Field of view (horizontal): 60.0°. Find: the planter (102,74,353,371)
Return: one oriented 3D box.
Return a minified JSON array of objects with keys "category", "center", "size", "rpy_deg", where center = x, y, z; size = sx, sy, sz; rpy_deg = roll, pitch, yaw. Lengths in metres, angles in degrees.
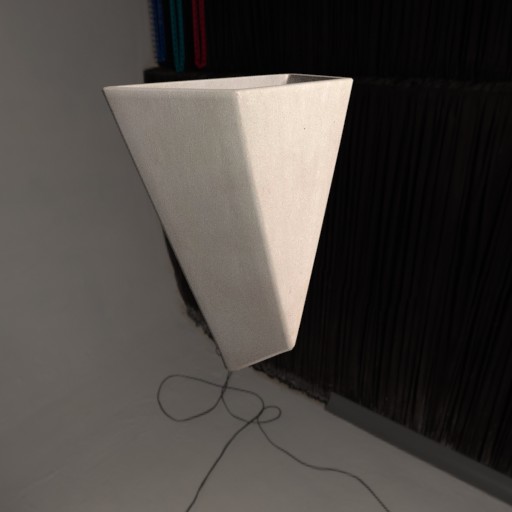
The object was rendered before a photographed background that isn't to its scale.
[{"category":"planter","center":[0.000,0.000,0.268],"size":[0.060,0.197,0.150],"rpy_deg":[17,30,33]}]
